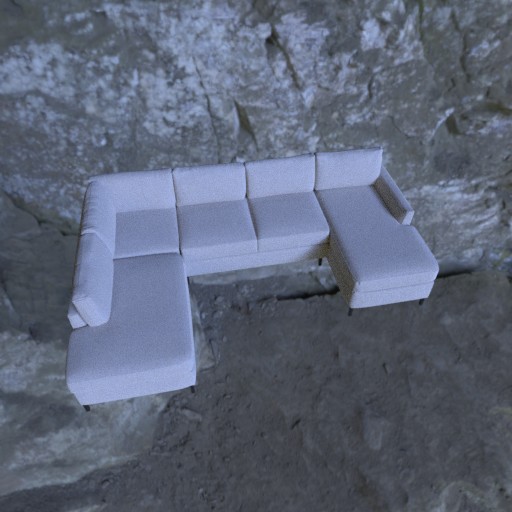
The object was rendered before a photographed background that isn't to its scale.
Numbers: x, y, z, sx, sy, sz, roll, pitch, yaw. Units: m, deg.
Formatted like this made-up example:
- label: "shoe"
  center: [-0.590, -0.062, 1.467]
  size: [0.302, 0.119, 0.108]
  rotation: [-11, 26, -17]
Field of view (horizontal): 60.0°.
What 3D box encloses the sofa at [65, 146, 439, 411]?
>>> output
- label: "sofa"
  center: [0.000, 0.000, 3.830]
  size: [2.984, 0.862, 1.989]
  rotation: [-8, 46, -7]
